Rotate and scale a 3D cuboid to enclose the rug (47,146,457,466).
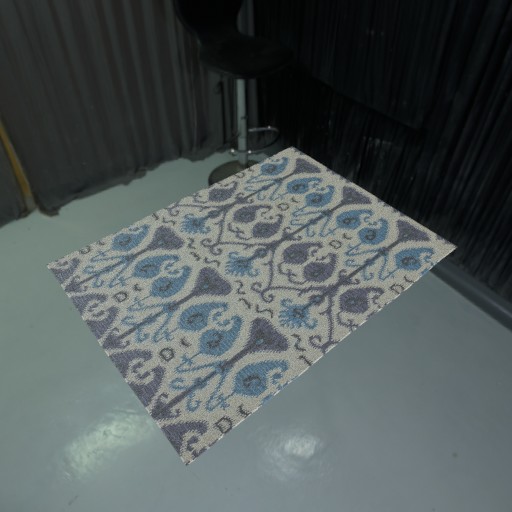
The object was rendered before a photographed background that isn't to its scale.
[{"bbox_3d":[0.000,0.000,3.013,2.261,0.013,1.676,-31,53,-27],"label":"rug"}]
